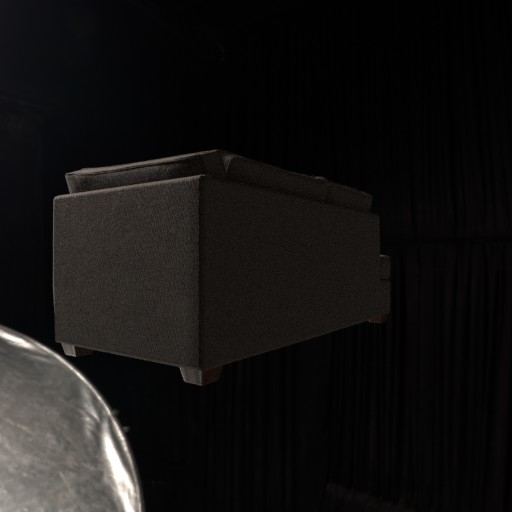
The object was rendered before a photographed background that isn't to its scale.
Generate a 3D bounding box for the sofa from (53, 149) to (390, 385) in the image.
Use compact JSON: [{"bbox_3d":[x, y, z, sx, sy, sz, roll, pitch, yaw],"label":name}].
[{"bbox_3d":[0.000,0.000,2.921,1.110,1.033,2.237,0,0,35],"label":"sofa"}]
